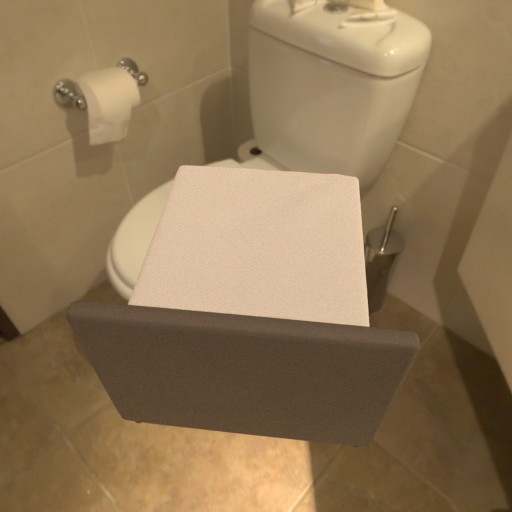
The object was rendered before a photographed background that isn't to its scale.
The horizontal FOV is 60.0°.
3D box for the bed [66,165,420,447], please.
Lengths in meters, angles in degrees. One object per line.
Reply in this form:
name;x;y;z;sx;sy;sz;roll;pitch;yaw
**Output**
bed;0.000;0.000;3.193;1.723;1.330;2.142;5;48;4
